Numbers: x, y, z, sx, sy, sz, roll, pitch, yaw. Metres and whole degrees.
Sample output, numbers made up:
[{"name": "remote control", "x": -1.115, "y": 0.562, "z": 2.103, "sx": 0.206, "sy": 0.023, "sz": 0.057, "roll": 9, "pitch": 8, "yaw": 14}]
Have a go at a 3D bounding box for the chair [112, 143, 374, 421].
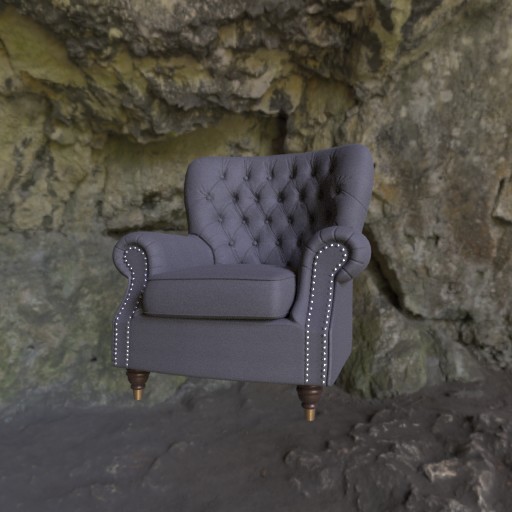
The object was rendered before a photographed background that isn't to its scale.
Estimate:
[{"name": "chair", "x": 0.000, "y": 0.000, "z": 1.874, "sx": 0.983, "sy": 1.046, "sz": 0.983, "roll": 0, "pitch": -1, "yaw": 20}]
